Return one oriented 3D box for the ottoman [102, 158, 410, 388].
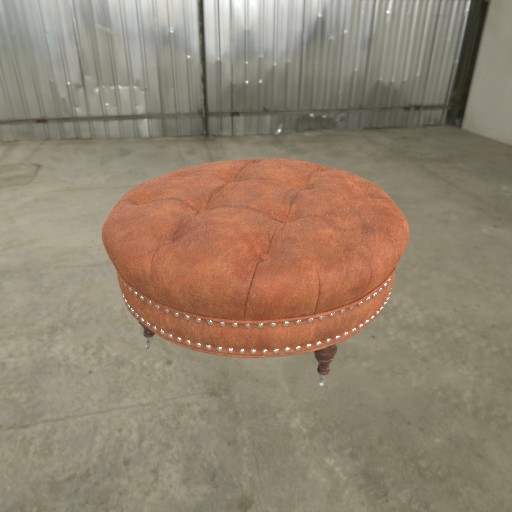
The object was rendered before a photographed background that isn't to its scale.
[{"bbox_3d":[0.000,0.000,1.410,0.901,0.444,0.901,0,29,0],"label":"ottoman"}]
